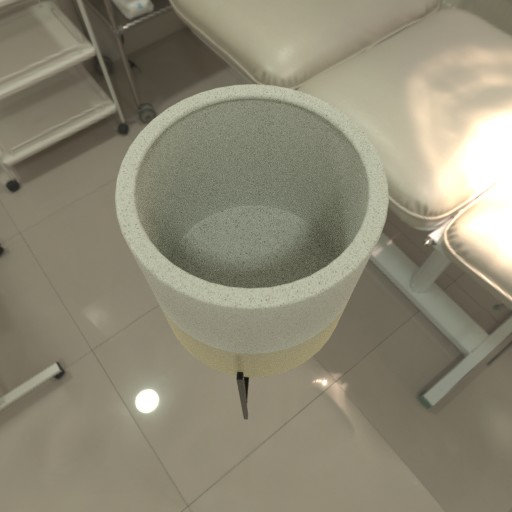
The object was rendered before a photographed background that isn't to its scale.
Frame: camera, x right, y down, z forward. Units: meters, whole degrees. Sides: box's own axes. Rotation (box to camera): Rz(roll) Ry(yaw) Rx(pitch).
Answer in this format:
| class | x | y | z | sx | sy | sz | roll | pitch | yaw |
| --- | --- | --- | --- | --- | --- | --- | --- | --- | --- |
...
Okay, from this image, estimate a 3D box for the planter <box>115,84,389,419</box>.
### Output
| class | x | y | z | sx | sy | sz | roll | pitch | yaw |
| --- | --- | --- | --- | --- | --- | --- | --- | --- | --- |
| planter | 0.000 | 0.000 | 0.551 | 0.267 | 0.362 | 0.263 | -35 | 68 | -16 |
